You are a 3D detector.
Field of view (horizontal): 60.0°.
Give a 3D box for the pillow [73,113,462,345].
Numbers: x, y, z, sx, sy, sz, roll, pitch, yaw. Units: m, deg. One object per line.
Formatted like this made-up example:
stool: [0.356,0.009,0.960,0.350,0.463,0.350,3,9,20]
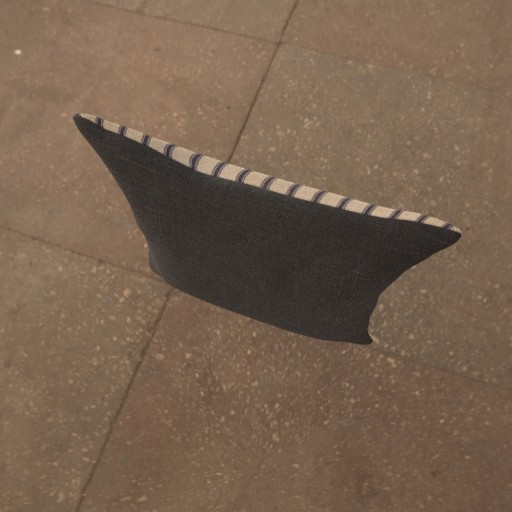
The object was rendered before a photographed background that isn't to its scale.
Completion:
pillow: [0.000,0.000,0.689,0.468,0.444,0.138,18,65,9]
